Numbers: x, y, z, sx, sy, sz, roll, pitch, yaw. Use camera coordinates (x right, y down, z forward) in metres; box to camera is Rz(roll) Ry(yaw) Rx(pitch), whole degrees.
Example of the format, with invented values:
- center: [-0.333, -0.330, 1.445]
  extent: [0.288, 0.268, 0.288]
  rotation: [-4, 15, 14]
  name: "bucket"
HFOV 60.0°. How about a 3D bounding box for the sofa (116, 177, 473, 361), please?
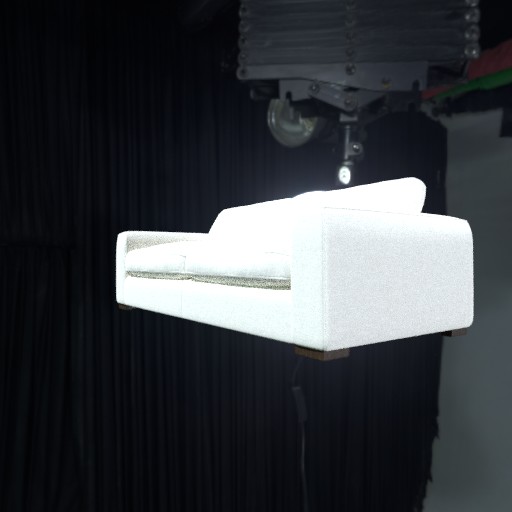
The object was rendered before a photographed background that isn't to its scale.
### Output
- center: [0.000, 0.000, 2.804]
  extent: [1.070, 0.801, 2.262]
  rotation: [0, -1, -36]
  name: "sofa"
